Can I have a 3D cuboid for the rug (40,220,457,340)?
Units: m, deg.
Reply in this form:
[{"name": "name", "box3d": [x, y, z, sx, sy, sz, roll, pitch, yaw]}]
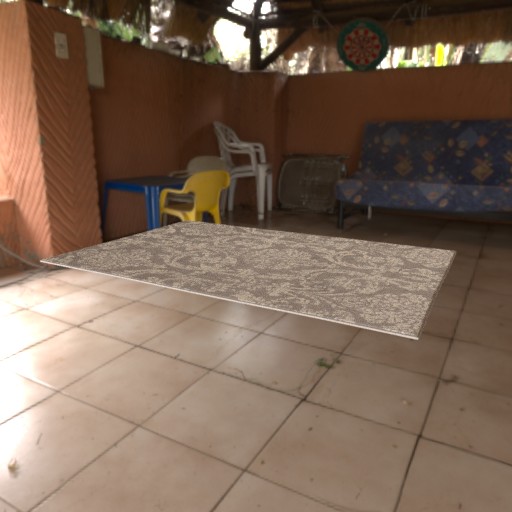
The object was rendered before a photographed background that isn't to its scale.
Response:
[{"name": "rug", "box3d": [0.000, 0.000, 2.319, 1.824, 0.012, 1.206, 8, 18, 28]}]
